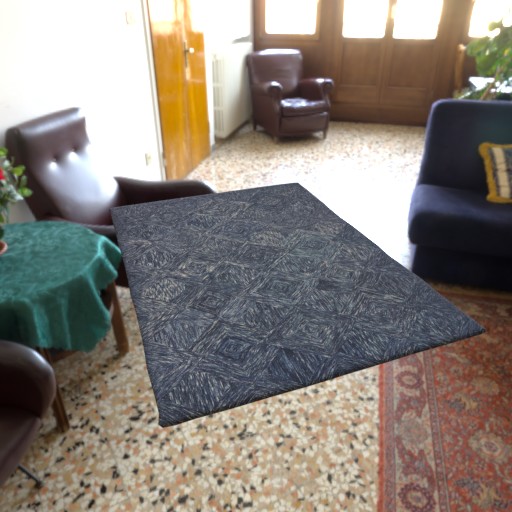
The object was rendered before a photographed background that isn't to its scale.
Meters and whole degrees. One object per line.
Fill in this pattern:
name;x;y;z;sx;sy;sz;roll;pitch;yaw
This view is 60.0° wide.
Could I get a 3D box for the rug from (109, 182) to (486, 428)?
rug;0.000;0.000;4.139;2.385;0.024;3.245;-11;32;-18
